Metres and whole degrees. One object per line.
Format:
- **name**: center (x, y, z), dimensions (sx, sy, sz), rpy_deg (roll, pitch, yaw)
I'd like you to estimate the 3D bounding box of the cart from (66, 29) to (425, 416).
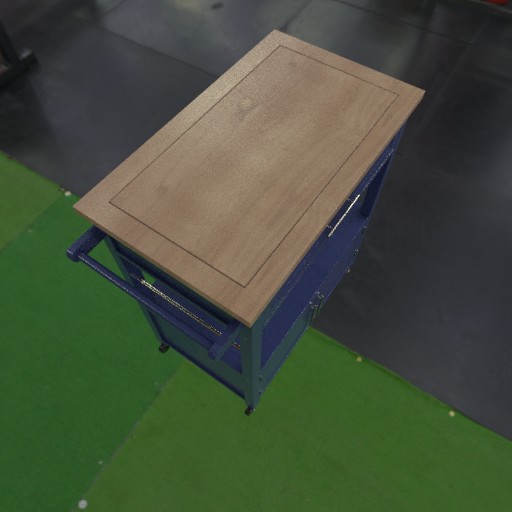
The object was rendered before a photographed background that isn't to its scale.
- **cart**: center (0.000, 0.000, 1.391), dimensions (0.459, 0.901, 0.840), rpy_deg (31, 64, 17)
